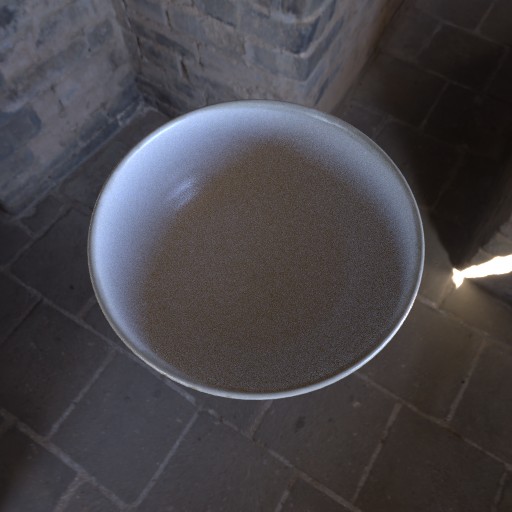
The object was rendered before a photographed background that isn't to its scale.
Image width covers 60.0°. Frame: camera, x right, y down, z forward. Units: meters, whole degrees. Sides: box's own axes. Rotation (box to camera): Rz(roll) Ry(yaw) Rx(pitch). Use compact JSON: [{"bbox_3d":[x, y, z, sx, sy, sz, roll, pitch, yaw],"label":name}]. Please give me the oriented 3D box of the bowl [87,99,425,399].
[{"bbox_3d":[0.000,0.000,0.409,0.268,0.121,0.268,0,65,0],"label":"bowl"}]
